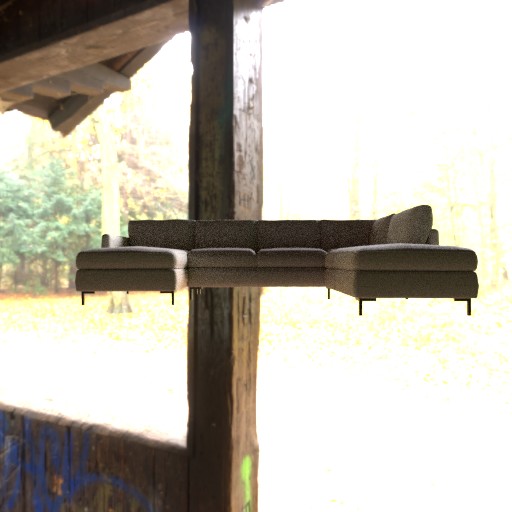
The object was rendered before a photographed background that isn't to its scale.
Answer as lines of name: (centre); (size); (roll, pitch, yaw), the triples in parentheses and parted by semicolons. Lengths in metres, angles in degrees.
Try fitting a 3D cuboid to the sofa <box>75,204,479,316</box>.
sofa: (0.000, 0.000, 3.627); (2.737, 0.756, 1.879); (0, -1, 0)
